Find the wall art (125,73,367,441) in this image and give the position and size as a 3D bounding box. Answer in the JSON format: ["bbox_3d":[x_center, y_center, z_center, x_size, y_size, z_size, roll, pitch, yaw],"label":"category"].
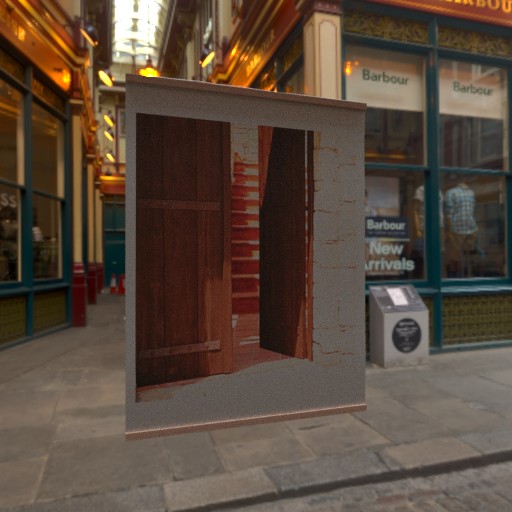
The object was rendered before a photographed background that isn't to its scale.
[{"bbox_3d":[0.000,0.000,1.340,0.758,1.013,0.020,0,0,-18],"label":"wall art"}]
